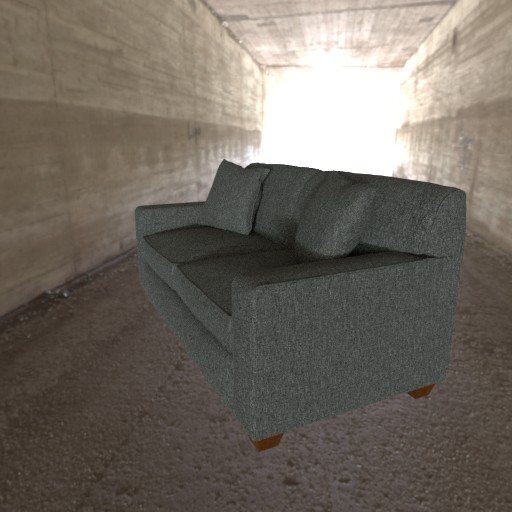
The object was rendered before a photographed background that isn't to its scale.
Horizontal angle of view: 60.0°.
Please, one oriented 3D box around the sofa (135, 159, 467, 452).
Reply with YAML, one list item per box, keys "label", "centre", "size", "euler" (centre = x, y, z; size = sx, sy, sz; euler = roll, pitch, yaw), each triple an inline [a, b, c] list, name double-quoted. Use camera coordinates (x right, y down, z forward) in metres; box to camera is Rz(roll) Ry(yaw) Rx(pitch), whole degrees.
- label: "sofa"
  centre: [0.000, 0.000, 2.412]
  size: [0.998, 0.958, 1.846]
  euler: [-7, 17, -25]
